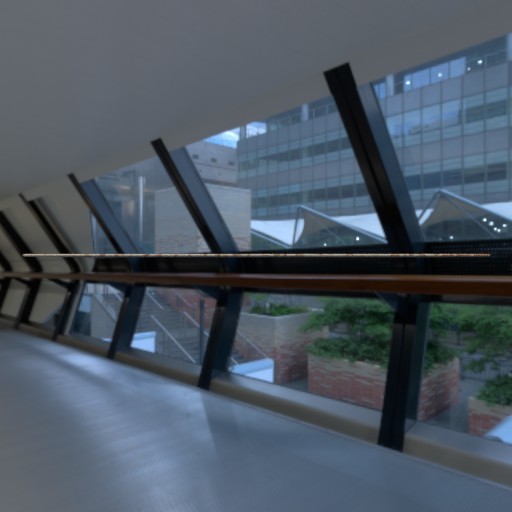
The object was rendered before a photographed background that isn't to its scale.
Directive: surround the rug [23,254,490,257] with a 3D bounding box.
[{"bbox_3d":[0.000,0.000,2.678,2.435,0.011,0.750,0,-1,1],"label":"rug"}]
